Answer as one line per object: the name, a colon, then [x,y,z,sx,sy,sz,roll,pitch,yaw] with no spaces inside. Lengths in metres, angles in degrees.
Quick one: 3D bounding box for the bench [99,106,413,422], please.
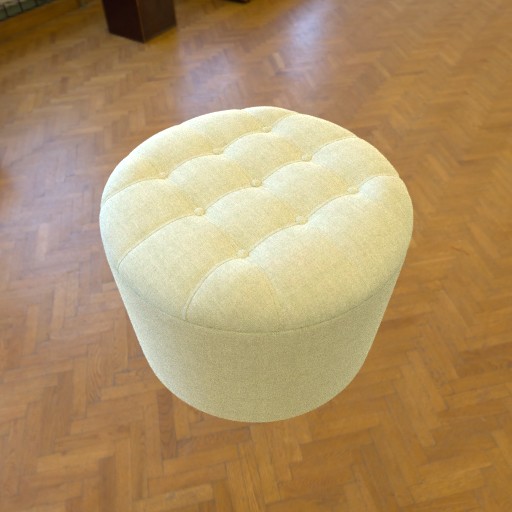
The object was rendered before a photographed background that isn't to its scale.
bench: [0.000,0.000,0.994,0.600,0.453,0.600,0,49,0]
